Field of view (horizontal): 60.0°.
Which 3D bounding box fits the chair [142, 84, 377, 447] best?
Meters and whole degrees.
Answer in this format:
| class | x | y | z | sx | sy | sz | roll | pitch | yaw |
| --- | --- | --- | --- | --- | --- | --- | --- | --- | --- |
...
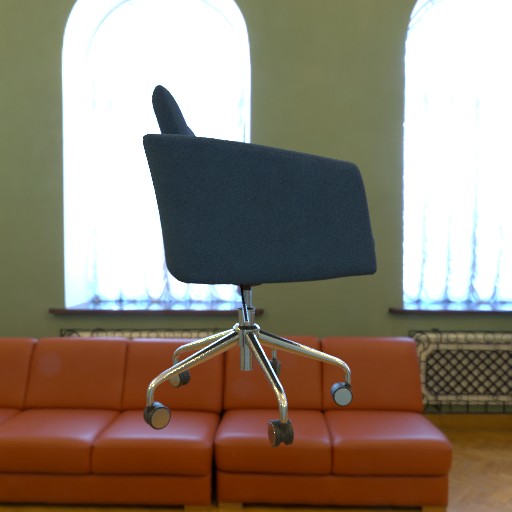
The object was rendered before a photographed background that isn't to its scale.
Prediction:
| class | x | y | z | sx | sy | sz | roll | pitch | yaw |
| --- | --- | --- | --- | --- | --- | --- | --- | --- | --- |
| chair | 0.000 | 0.000 | 1.348 | 0.635 | 0.908 | 0.641 | 0 | 2 | 0 |
